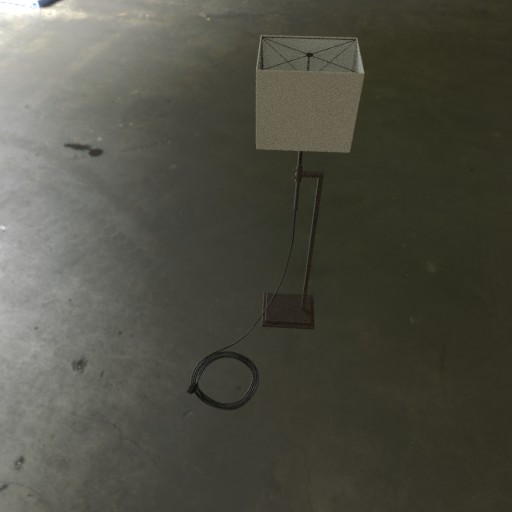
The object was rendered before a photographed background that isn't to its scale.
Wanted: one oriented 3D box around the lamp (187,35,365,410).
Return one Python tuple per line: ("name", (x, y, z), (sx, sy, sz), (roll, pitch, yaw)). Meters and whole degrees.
("lamp", (0.000, 0.000, 1.987), (0.698, 1.600, 0.774), (3, 48, 2))
